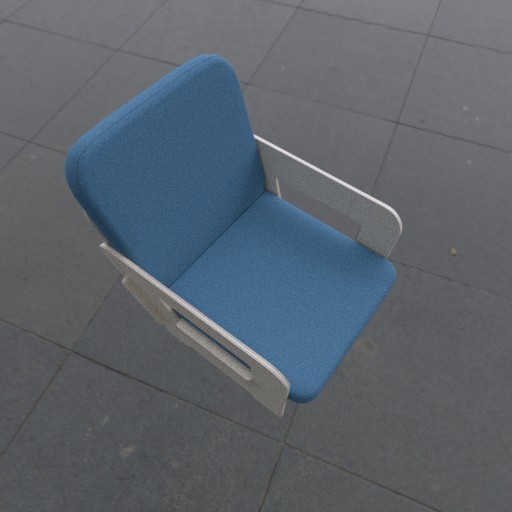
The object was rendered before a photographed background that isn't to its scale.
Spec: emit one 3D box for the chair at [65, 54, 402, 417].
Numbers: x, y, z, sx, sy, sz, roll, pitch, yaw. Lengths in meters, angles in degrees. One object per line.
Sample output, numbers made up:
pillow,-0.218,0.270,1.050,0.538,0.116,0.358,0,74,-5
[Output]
chair,0.000,0.000,1.176,0.657,0.747,0.547,33,63,19
